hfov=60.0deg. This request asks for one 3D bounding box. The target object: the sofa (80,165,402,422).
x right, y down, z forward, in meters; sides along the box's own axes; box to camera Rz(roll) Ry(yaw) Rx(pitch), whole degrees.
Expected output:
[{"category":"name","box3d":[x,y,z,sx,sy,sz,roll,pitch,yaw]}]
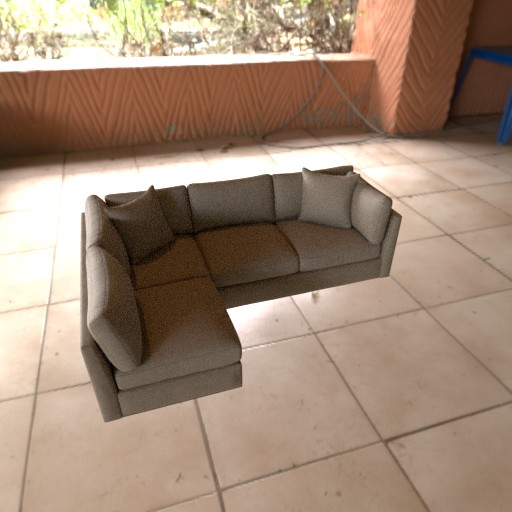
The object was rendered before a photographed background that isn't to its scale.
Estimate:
[{"category":"sofa","box3d":[0.000,0.000,3.940,2.896,0.978,1.994,-10,33,-16]}]
